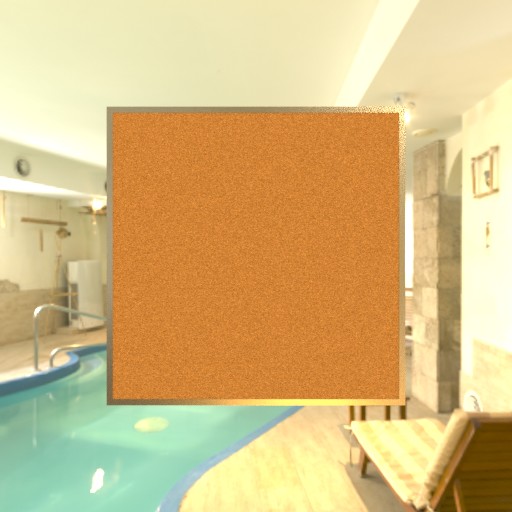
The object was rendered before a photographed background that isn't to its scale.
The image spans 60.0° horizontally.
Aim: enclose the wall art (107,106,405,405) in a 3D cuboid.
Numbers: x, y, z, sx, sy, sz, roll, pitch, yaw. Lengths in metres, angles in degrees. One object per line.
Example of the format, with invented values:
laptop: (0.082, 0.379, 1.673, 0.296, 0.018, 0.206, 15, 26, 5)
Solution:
wall art: (0.000, 0.000, 1.216, 0.806, 0.806, 0.038, 0, 0, 0)
